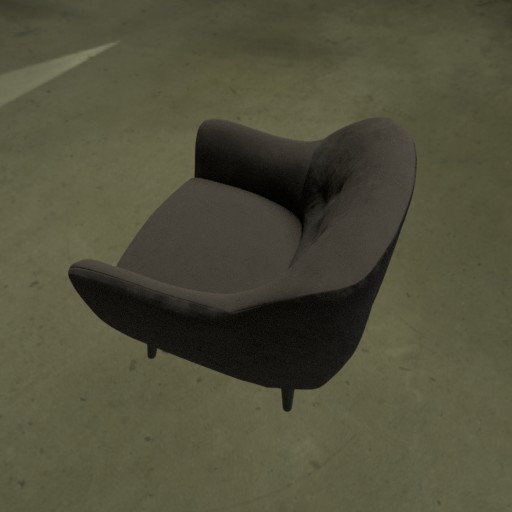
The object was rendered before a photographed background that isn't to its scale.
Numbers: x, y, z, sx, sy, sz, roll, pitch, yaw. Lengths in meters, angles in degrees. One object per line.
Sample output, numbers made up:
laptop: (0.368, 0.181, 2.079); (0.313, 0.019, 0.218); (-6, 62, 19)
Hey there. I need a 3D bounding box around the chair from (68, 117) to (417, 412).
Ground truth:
chair: (0.000, 0.000, 1.460); (0.819, 0.807, 0.840); (17, 50, 15)
